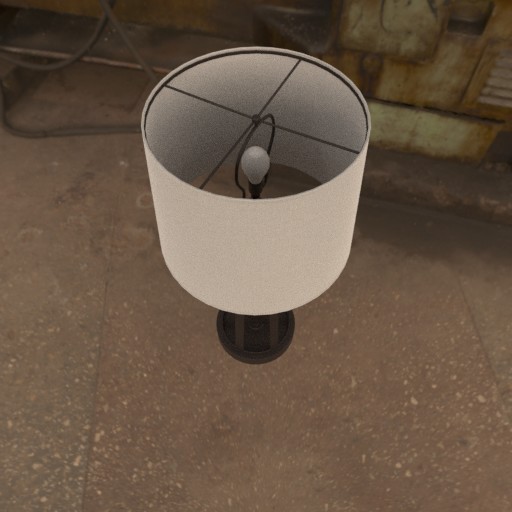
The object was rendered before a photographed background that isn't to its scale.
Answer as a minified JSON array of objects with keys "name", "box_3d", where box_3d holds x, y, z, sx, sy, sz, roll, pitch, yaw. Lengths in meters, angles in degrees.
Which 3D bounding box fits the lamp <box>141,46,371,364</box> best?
[{"name":"lamp","box_3d":[0.000,0.000,0.642,0.251,0.509,0.251,0,57,0]}]
